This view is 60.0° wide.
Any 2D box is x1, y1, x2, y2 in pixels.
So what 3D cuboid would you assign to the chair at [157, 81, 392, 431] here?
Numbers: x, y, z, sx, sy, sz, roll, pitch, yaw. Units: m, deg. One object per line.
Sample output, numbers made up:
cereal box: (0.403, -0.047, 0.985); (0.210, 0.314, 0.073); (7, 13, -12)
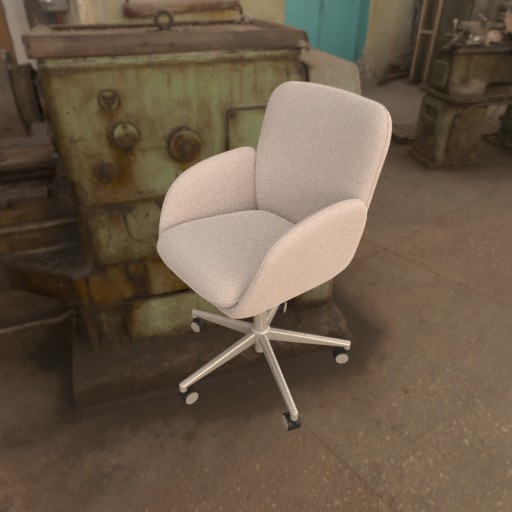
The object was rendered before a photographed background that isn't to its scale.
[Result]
chair: (0.000, 0.000, 1.423); (0.633, 0.959, 0.648); (-22, 38, -30)
